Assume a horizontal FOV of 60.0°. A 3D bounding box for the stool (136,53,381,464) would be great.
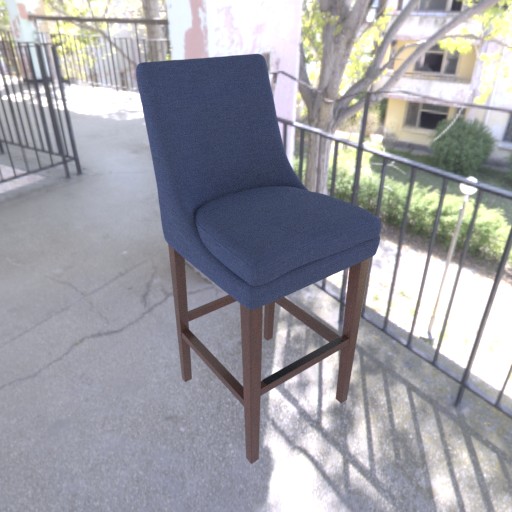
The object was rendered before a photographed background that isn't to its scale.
[{"bbox_3d":[0.000,0.000,1.360,0.470,1.078,0.577,-20,36,-31],"label":"stool"}]
